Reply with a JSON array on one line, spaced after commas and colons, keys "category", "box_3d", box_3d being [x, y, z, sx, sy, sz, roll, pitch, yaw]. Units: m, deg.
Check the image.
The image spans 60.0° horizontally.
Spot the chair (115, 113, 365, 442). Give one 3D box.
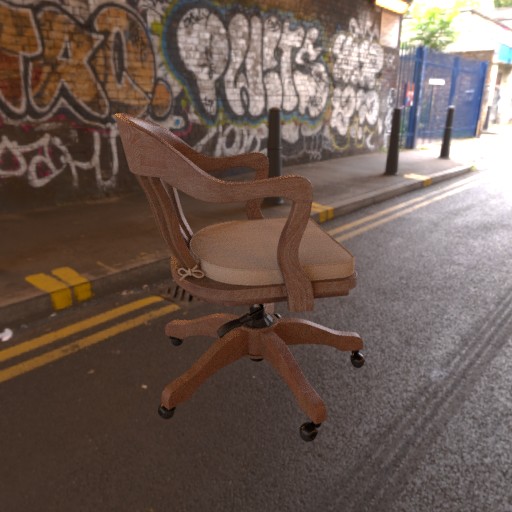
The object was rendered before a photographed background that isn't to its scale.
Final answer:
[{"category": "chair", "box_3d": [0.000, 0.000, 1.429, 0.788, 0.878, 0.750, -3, 19, -9]}]
